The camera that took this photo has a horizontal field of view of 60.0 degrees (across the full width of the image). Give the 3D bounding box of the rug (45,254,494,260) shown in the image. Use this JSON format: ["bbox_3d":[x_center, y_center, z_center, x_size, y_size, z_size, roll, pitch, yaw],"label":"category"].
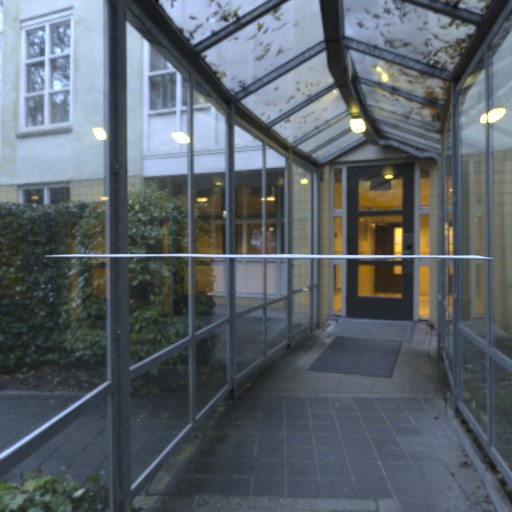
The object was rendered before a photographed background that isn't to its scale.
[{"bbox_3d":[0.000,0.000,2.678,2.439,0.013,0.762,0,1,17],"label":"rug"}]
